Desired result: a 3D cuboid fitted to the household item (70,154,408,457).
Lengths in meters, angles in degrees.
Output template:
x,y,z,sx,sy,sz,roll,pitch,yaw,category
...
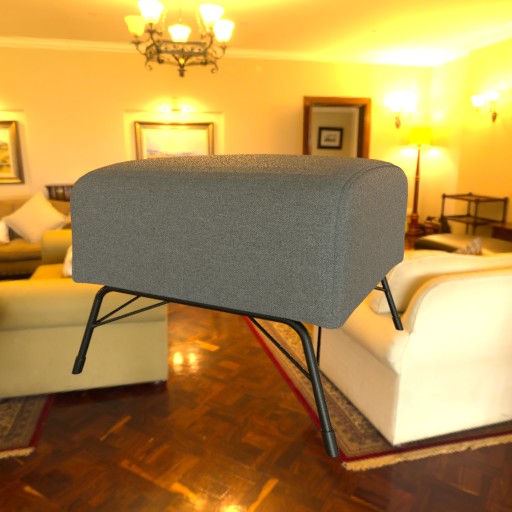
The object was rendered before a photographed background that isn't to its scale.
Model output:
x,y,z,sx,sy,sz,roll,pitch,yaw,category
0.000,0.000,0.913,0.530,0.410,0.530,7,14,27,household item
